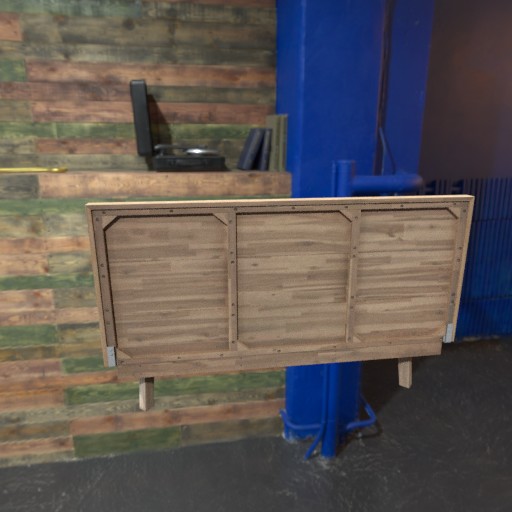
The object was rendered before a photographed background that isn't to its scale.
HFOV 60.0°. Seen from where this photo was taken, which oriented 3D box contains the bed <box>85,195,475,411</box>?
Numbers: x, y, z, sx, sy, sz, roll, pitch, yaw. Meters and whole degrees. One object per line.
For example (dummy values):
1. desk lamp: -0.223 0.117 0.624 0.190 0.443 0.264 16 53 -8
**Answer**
1. bed: 0.000 0.000 3.114 1.759 1.071 2.145 -2 15 -9
